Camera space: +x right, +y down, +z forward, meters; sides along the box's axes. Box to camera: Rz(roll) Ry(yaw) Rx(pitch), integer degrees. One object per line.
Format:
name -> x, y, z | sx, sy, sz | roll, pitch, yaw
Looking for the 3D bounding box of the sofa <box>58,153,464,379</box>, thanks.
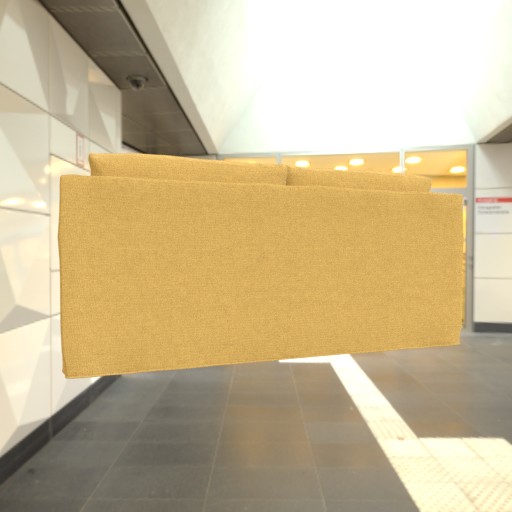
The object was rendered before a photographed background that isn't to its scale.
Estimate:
sofa -> 0.000, 0.000, 2.228 | 1.766, 0.828, 0.956 | 0, 1, -19
